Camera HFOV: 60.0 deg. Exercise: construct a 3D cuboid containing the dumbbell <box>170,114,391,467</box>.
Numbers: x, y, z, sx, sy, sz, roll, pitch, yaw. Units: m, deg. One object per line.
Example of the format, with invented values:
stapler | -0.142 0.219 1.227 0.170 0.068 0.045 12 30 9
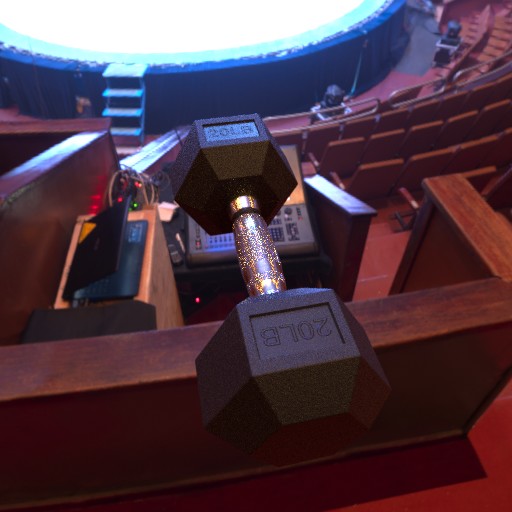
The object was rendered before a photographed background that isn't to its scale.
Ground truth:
dumbbell | 0.000 0.000 0.321 0.106 0.092 0.272 -9 47 -8
